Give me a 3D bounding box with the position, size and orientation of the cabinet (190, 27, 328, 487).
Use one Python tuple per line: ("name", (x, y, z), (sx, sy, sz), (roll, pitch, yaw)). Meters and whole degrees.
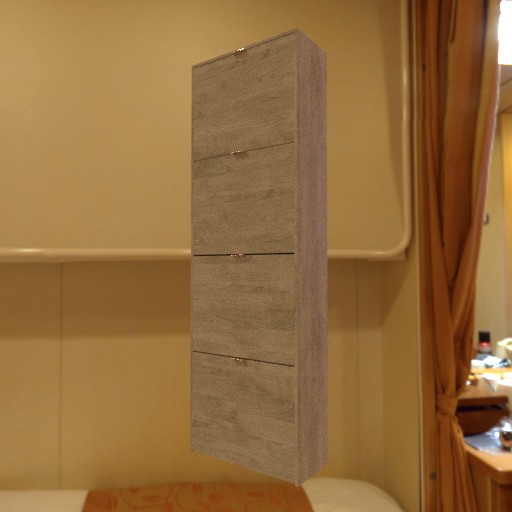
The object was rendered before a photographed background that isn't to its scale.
("cabinet", (0.000, 0.000, 1.811), (0.520, 1.630, 0.250), (-1, -2, 36))
